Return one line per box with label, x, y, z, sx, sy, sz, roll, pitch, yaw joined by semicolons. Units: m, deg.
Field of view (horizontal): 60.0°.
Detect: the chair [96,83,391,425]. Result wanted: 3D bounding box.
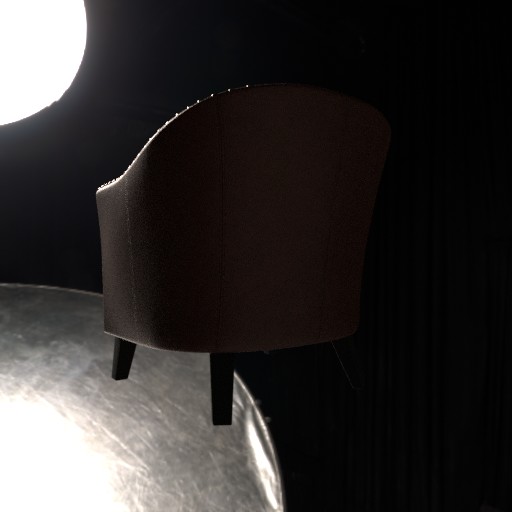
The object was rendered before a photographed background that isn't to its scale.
chair;0.000;0.000;1.400;0.794;0.823;0.748;0;0;-37
